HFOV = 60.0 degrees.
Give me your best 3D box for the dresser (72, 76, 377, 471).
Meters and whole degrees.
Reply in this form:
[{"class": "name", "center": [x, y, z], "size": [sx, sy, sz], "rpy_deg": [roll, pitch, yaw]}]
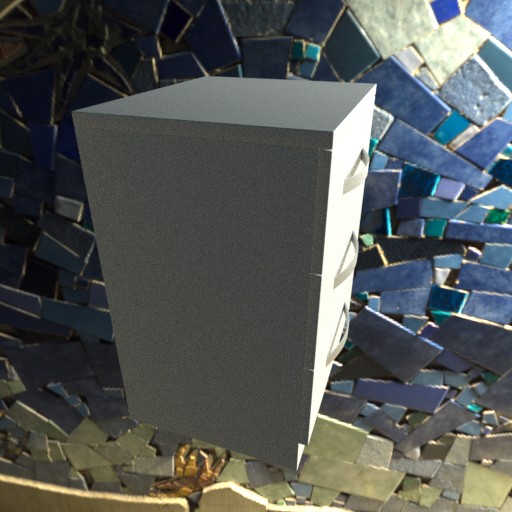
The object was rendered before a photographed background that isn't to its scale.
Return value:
[{"class": "dresser", "center": [0.000, 0.000, 0.814], "size": [0.360, 0.560, 0.400], "rpy_deg": [10, 30, 17]}]
